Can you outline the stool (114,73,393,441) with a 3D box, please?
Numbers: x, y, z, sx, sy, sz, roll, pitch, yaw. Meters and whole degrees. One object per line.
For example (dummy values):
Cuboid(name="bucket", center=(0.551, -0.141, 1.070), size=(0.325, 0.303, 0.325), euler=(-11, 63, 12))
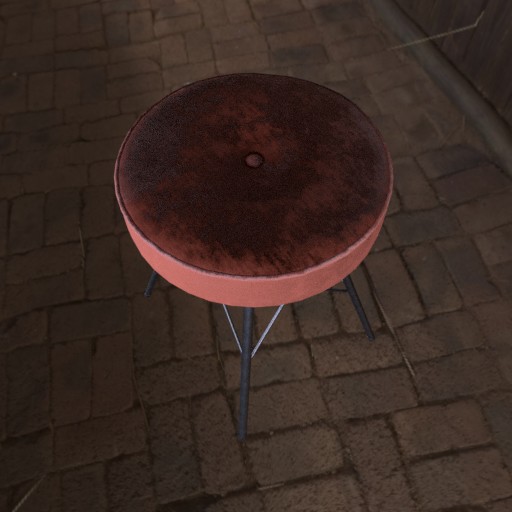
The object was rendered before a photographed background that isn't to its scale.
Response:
Cuboid(name="stool", center=(0.000, 0.000, 0.895), size=(0.421, 0.593, 0.457), euler=(-32, 63, -18))
